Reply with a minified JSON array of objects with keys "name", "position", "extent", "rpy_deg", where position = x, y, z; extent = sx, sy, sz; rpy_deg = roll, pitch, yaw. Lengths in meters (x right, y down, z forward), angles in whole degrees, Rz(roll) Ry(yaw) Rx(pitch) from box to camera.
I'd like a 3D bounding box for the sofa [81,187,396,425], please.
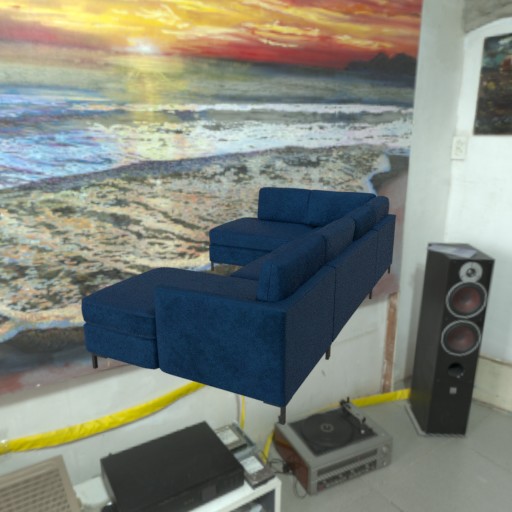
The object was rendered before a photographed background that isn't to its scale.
[{"name":"sofa","position":[0.000,0.000,4.332],"extent":[2.055,0.992,3.434],"rpy_deg":[7,17,26]}]
